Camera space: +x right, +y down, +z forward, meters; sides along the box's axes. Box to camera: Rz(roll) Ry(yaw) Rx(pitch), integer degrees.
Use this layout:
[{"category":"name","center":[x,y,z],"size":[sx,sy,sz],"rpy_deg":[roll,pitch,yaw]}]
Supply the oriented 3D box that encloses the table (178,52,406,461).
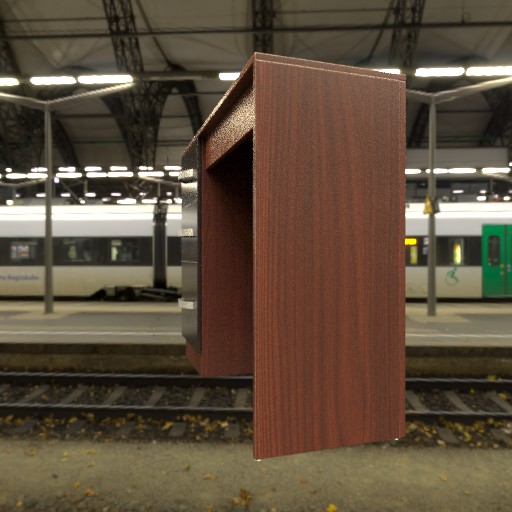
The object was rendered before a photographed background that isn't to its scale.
[{"category":"table","center":[0.000,0.000,1.344],"size":[0.380,0.790,0.930],"rpy_deg":[0,0,-18]}]
